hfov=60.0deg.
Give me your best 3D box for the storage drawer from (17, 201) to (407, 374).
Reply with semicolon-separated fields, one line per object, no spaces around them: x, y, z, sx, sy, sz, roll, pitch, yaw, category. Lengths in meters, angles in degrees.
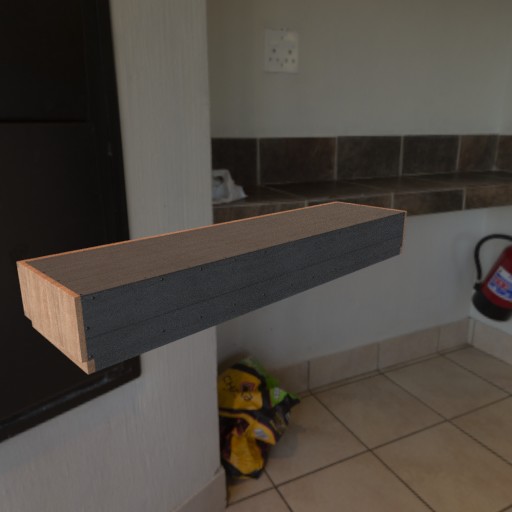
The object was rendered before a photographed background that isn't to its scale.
0.000;0.000;2.215;2.032;0.264;0.538;-15;22;-42;storage drawer
